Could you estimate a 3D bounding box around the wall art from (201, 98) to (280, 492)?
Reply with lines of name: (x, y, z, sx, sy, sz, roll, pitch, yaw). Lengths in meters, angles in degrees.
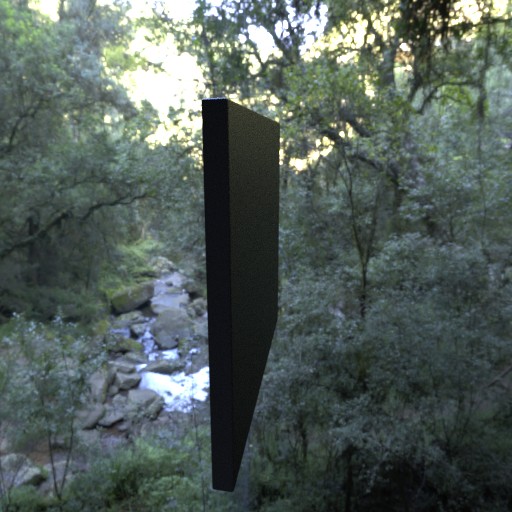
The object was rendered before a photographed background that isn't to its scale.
wall art: (0.000, 0.000, 0.754, 0.031, 0.457, 0.558, 2, 14, 8)
